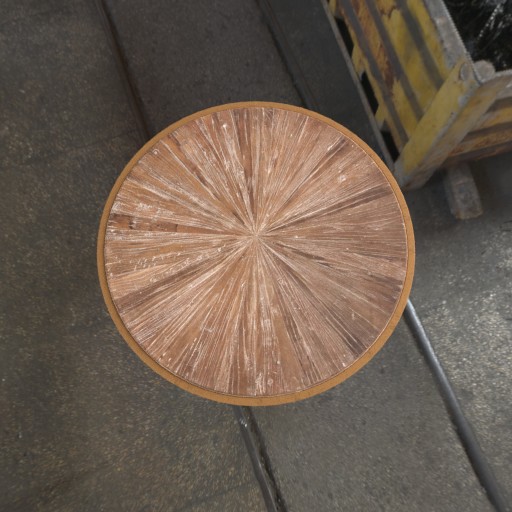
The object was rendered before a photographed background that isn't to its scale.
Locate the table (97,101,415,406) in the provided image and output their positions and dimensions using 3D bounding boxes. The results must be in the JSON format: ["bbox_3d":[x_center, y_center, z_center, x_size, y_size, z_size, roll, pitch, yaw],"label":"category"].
[{"bbox_3d":[0.000,0.000,1.592,1.001,0.409,1.001,0,74,0],"label":"table"}]
